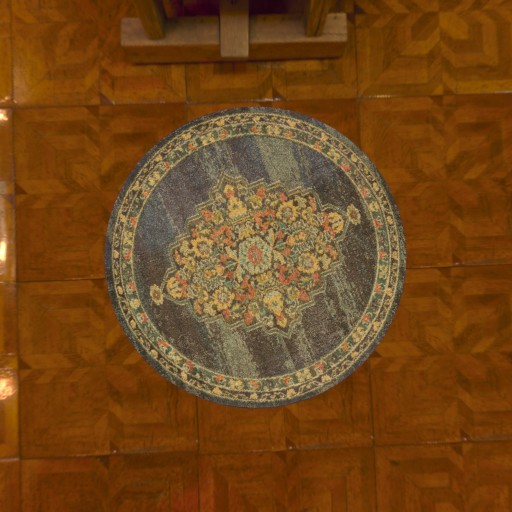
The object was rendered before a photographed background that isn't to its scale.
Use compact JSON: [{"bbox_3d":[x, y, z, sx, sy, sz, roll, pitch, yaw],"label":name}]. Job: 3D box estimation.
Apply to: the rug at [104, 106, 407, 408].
[{"bbox_3d":[0.000,0.000,2.334,1.591,0.010,1.591,0,88,-1],"label":"rug"}]
